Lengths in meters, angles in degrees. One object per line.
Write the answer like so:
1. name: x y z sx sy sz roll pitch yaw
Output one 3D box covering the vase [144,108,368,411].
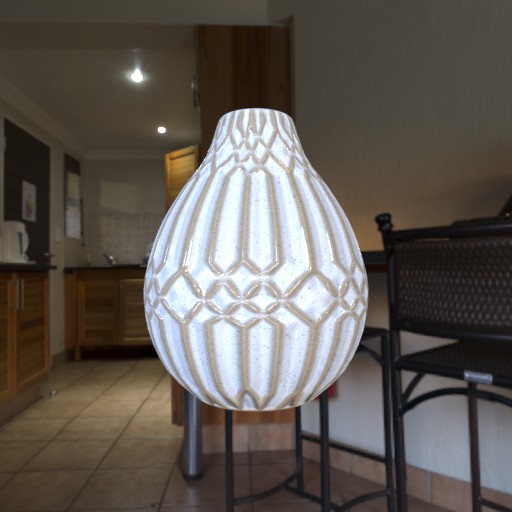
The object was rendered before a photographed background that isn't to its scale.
1. vase: 0.000 0.000 0.325 0.159 0.200 0.159 0 -1 0
